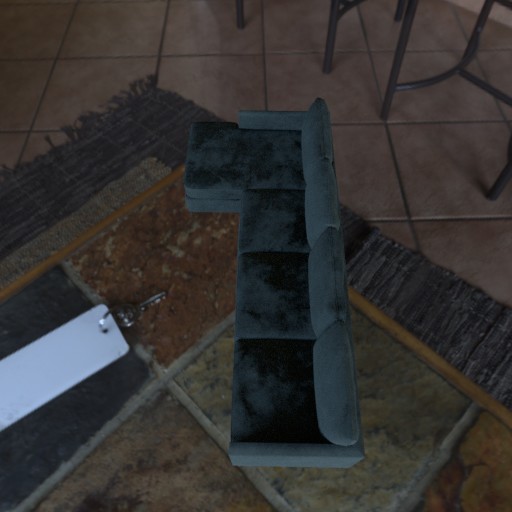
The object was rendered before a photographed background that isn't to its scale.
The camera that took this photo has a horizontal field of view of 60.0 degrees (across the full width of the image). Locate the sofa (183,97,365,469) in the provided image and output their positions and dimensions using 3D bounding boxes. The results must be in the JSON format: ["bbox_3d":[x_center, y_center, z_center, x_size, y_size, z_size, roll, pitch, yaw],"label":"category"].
[{"bbox_3d":[0.000,0.000,4.009,1.500,0.967,3.400,1,59,1],"label":"sofa"}]
